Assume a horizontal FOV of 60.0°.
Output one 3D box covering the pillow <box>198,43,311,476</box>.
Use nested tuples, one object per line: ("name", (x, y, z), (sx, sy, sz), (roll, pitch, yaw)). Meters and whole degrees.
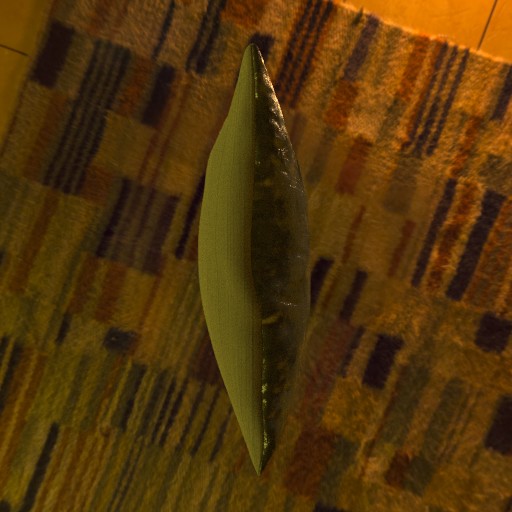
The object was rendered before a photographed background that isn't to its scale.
("pillow", (0.000, 0.000, 0.703), (0.175, 0.464, 0.470), (0, 91, 1))
